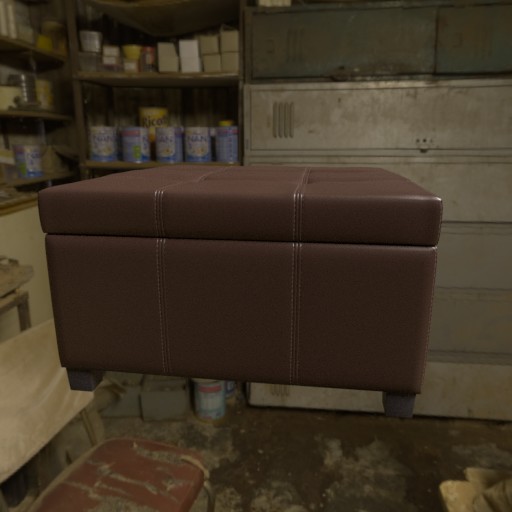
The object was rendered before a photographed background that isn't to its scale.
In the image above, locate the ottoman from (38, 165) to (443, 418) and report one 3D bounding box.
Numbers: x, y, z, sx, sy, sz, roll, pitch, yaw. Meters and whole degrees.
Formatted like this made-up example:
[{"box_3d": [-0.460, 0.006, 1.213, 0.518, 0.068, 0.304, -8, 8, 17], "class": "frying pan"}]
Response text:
[{"box_3d": [0.000, 0.000, 1.246, 0.788, 0.460, 0.787, 2, 15, 8], "class": "ottoman"}]
